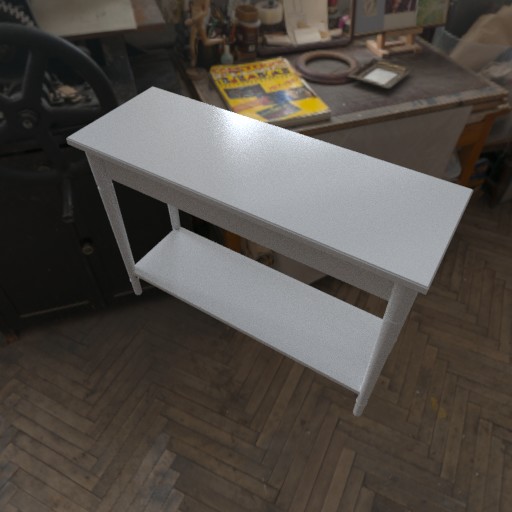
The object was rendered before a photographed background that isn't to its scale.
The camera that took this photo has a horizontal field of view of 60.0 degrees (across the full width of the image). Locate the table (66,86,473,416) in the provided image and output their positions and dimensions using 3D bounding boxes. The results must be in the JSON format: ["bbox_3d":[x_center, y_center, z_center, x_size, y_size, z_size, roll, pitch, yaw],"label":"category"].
[{"bbox_3d":[0.000,0.000,1.480,1.067,0.749,0.381,24,51,21],"label":"table"}]
